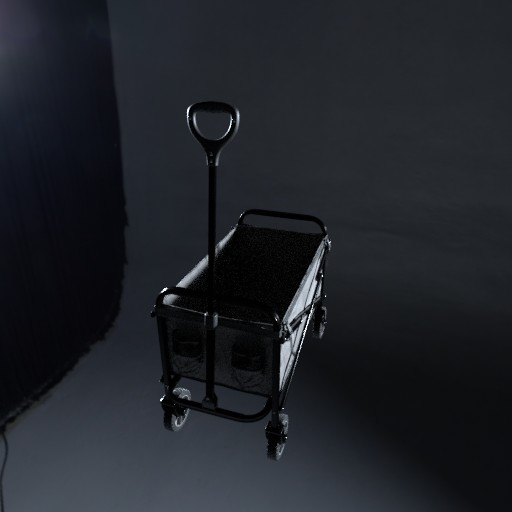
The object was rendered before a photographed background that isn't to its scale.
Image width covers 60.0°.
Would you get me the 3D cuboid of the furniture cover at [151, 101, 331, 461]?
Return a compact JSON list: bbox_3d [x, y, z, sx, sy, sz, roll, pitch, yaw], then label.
[{"bbox_3d":[0.000,0.000,1.826,0.532,1.295,1.038,8,27,17],"label":"furniture cover"}]
